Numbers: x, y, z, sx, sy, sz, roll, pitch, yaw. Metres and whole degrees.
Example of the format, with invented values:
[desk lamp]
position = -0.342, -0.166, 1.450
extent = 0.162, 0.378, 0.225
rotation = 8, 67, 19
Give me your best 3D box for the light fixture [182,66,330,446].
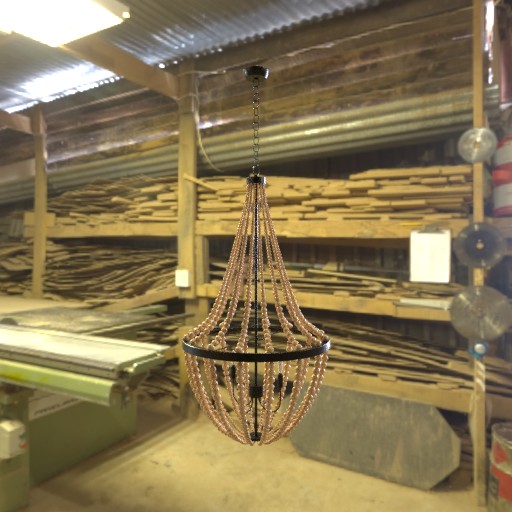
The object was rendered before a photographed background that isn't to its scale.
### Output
[light fixture]
position = 0.000, 0.000, 1.362
extent = 0.450, 1.133, 0.450
rotation = 0, 0, 0
